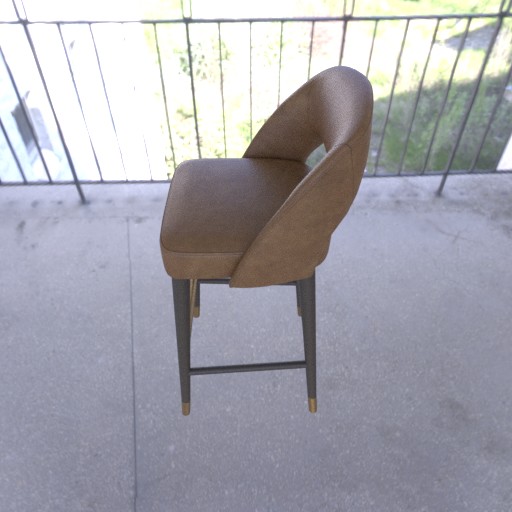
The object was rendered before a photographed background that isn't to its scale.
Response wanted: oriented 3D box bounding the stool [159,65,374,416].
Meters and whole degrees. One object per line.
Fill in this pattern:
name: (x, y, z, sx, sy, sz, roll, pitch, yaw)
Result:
stool: (0.000, 0.000, 1.321, 0.509, 1.037, 0.494, -1, 42, -1)
